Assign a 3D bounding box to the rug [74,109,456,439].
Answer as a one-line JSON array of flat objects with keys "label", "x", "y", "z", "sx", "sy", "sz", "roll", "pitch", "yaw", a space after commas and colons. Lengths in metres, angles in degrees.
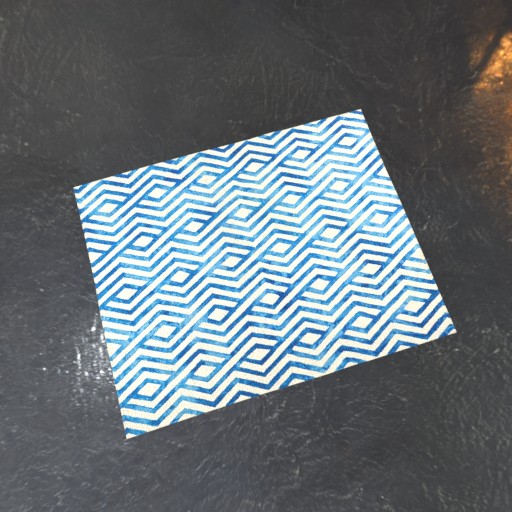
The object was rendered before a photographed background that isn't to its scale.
[{"label": "rug", "x": 0.000, "y": 0.000, "z": 4.225, "sx": 3.059, "sy": 0.008, "sz": 2.453, "roll": -17, "pitch": 75, "yaw": -5}]
